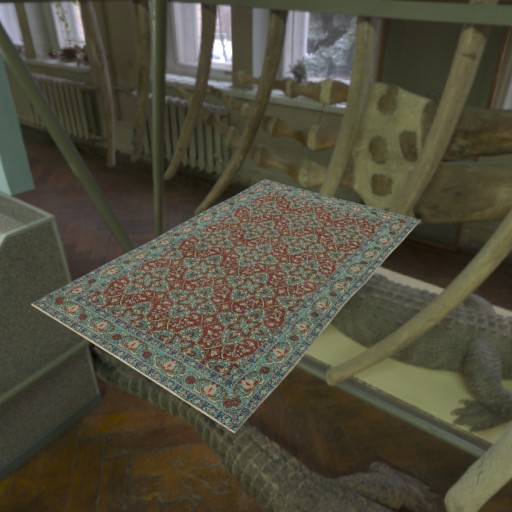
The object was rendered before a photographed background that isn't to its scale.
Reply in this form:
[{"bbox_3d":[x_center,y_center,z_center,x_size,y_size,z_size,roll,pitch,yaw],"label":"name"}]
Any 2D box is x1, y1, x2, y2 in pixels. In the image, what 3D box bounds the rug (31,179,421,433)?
[{"bbox_3d":[0.000,0.000,3.087,1.533,0.011,2.439,20,37,30],"label":"rug"}]
